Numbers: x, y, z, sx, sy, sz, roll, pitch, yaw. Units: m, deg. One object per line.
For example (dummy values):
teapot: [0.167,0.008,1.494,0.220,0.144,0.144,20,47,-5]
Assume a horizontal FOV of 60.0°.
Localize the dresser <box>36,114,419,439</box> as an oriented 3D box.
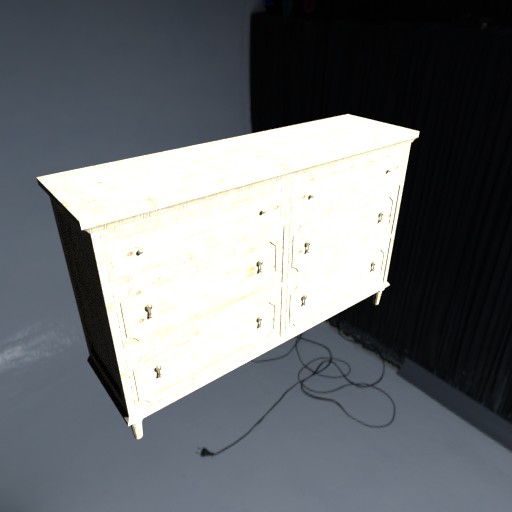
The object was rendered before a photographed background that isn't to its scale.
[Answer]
dresser: [0.000,0.000,2.109,1.626,1.016,0.457,-21,36,-32]
